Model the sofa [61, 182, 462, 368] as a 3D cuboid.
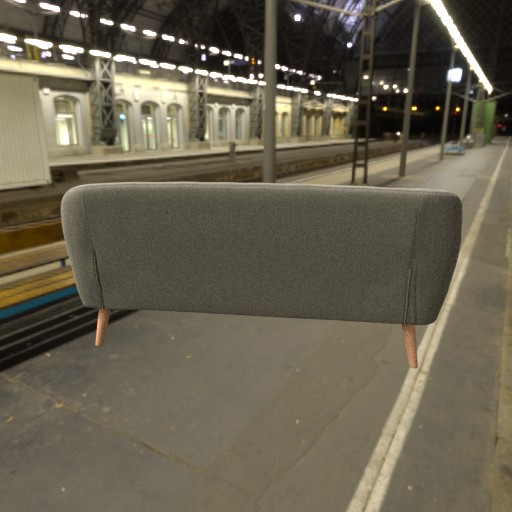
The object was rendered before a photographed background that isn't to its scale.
[{"bbox_3d":[0.000,0.000,2.233,1.840,0.820,0.820,2,16,8],"label":"sofa"}]
